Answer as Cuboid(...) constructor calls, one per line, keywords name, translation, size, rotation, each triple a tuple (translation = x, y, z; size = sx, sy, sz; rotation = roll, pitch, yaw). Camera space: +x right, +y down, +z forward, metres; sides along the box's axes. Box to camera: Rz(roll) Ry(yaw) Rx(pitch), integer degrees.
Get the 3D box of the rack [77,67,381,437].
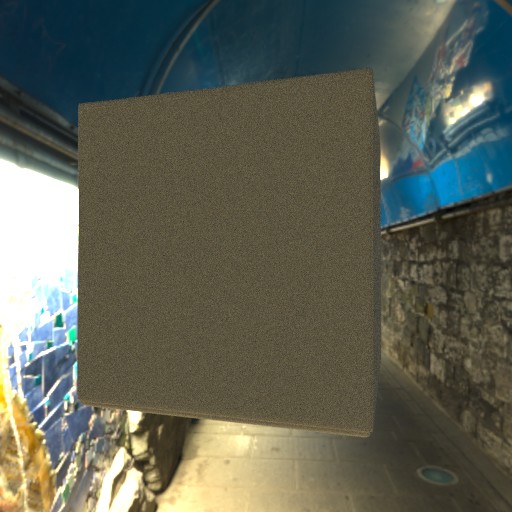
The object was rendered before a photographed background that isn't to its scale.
Cuboid(name="rack", translation=(0.000, 0.000, 0.497), size=(0.270, 0.280, 0.270), rotation=(0, -1, 17))
